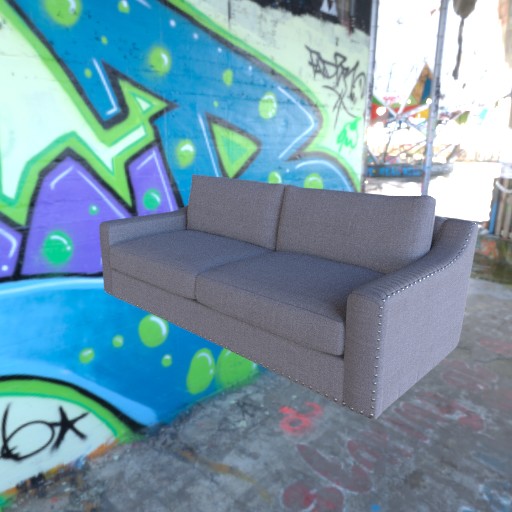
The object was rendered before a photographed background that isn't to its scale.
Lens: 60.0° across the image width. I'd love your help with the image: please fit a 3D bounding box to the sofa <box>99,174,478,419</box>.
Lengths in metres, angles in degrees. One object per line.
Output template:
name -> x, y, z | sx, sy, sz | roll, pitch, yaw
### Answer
sofa -> 0.000, 0.000, 2.723 | 2.208, 0.857, 1.000 | 14, 20, 42
